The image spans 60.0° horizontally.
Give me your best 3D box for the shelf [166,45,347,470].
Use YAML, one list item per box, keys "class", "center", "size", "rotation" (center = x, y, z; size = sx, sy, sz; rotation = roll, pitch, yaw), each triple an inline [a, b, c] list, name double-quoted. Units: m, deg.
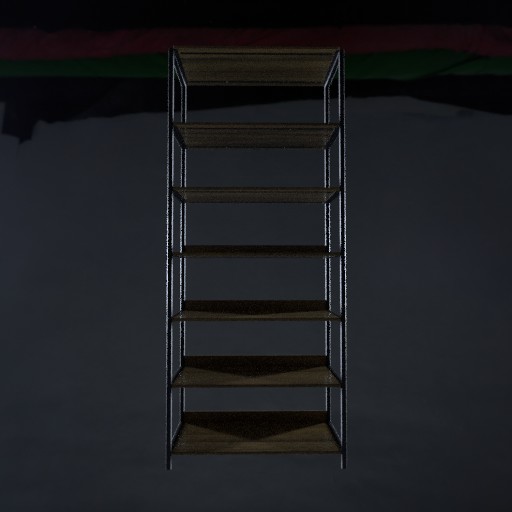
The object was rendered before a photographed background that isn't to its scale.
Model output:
- class: "shelf"
  center: [0.000, 0.000, 2.323]
  size: [0.847, 2.015, 0.431]
  rotation: [0, -2, -1]
